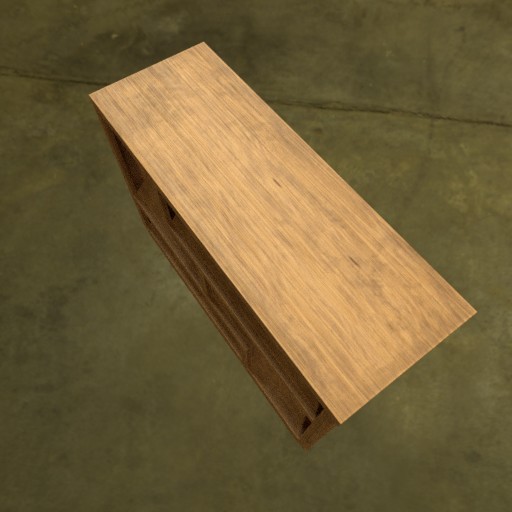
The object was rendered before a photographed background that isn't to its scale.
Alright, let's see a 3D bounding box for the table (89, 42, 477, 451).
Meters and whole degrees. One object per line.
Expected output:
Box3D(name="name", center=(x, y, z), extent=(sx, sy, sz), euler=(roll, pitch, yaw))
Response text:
Box3D(name="table", center=(0.000, 0.000, 1.509), extent=(0.410, 0.771, 1.151), euler=(-33, 67, -16))
